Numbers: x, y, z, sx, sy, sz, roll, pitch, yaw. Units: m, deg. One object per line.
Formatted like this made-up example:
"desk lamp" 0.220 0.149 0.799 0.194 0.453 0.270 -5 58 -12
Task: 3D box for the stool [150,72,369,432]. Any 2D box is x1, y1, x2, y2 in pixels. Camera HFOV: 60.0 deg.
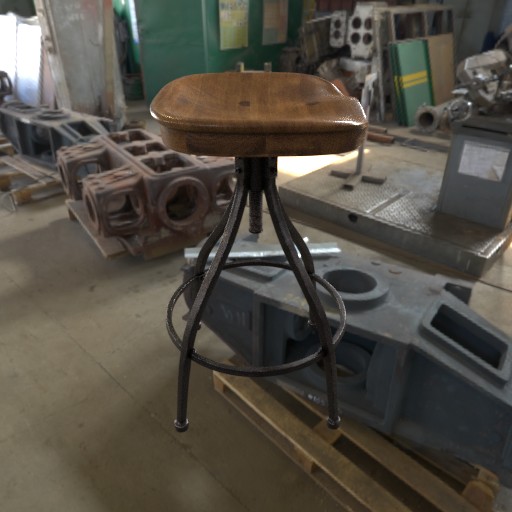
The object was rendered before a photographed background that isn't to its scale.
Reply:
"stool" 0.000 0.000 0.977 0.424 0.694 0.432 -1 31 -1
